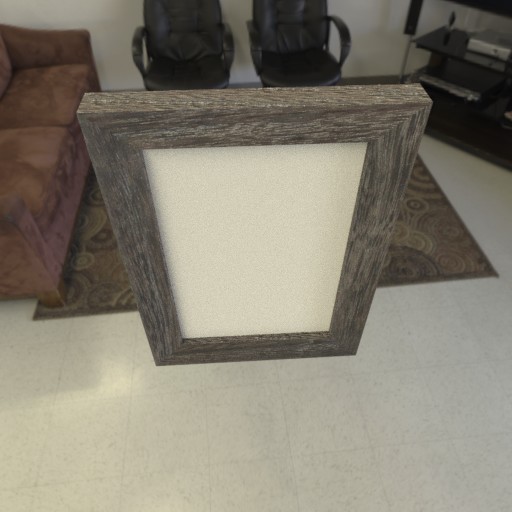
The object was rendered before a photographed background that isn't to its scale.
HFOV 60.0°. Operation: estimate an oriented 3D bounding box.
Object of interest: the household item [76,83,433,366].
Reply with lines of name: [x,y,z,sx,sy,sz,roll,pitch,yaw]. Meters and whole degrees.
household item: [0.000,0.000,0.237,0.133,0.180,0.020,-3,46,-2]
